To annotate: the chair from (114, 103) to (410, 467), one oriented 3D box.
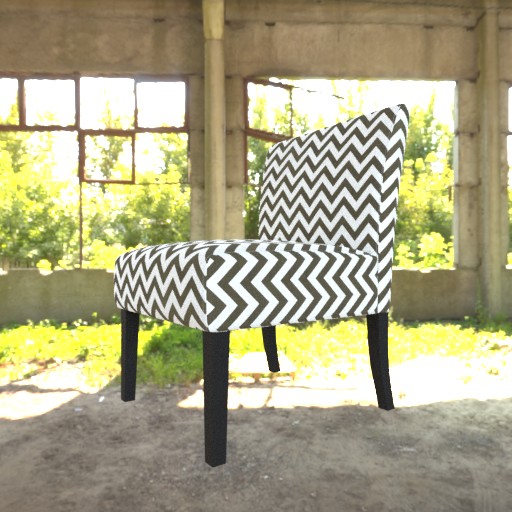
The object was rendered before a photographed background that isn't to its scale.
[{"bbox_3d":[0.000,0.000,1.262,0.648,0.838,0.589,0,0,-36],"label":"chair"}]
